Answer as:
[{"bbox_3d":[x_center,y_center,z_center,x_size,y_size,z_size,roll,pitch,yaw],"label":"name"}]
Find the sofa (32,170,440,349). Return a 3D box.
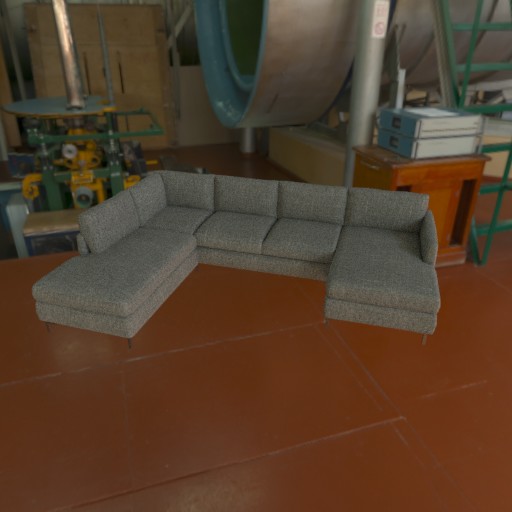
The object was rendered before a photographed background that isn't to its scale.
[{"bbox_3d":[0.000,0.000,3.515,2.737,0.756,1.879,8,28,15],"label":"sofa"}]
